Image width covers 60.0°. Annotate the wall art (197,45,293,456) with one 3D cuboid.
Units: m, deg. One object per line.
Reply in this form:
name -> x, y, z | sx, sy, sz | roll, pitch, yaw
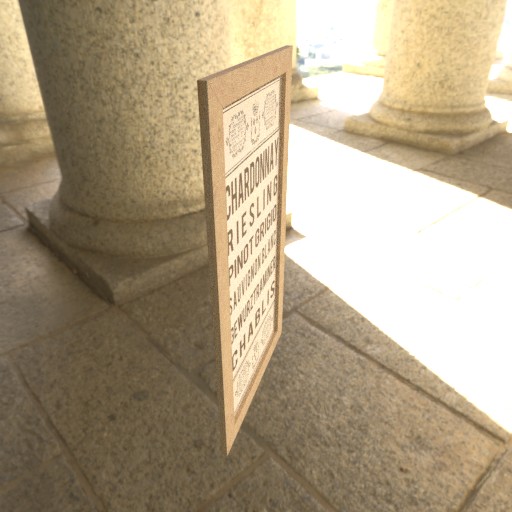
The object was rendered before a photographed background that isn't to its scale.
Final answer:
wall art -> 0.000, 0.000, 0.834 | 0.013, 0.683, 0.381 | 10, 33, 16
